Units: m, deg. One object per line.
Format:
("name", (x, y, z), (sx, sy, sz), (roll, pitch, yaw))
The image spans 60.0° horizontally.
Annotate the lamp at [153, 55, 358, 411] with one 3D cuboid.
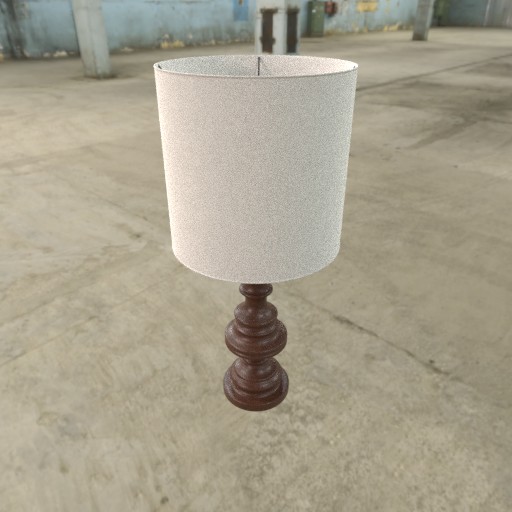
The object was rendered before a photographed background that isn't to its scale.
("lamp", (0.000, 0.000, 0.569), (0.208, 0.455, 0.208), (-9, 30, -16))
